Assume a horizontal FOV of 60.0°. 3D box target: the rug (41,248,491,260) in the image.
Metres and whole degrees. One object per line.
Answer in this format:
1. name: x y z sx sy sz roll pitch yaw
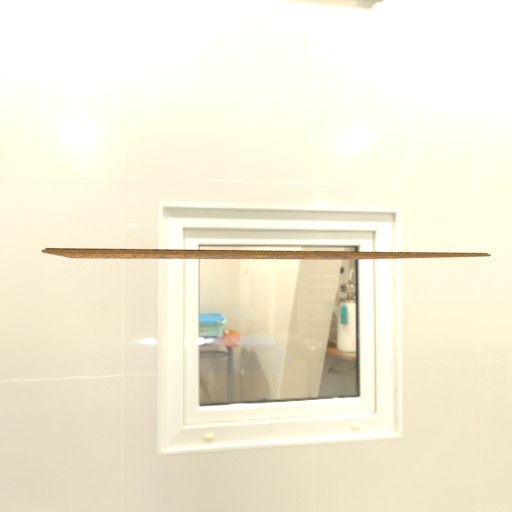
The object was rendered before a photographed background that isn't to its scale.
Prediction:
1. rug: 0.000 0.000 1.065 0.863 0.008 0.557 0 -1 -18
